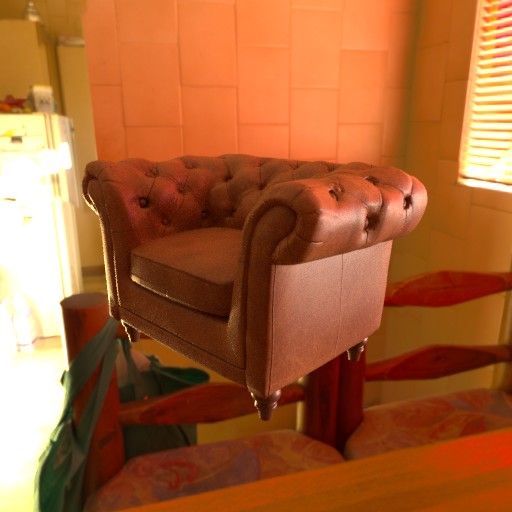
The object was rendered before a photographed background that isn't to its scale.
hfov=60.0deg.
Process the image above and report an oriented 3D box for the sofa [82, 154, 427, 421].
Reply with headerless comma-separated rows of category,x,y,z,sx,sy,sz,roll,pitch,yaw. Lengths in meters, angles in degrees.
sofa,0.000,0.000,2.059,1.405,0.878,1.033,15,22,42
